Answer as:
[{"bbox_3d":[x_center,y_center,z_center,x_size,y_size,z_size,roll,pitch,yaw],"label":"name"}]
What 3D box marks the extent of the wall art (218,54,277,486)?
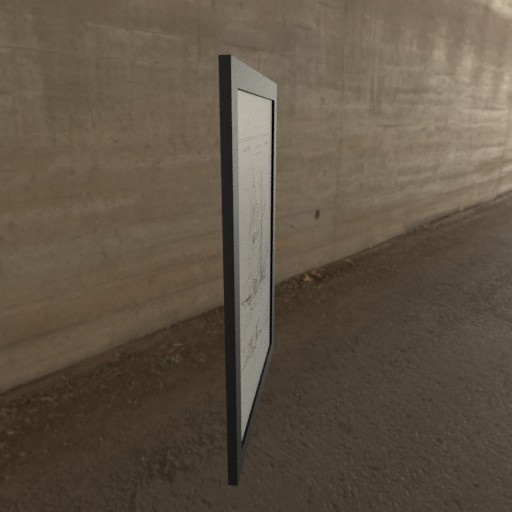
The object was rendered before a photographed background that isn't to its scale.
[{"bbox_3d":[0.000,0.000,0.600,0.011,0.459,0.326,3,17,9],"label":"wall art"}]
